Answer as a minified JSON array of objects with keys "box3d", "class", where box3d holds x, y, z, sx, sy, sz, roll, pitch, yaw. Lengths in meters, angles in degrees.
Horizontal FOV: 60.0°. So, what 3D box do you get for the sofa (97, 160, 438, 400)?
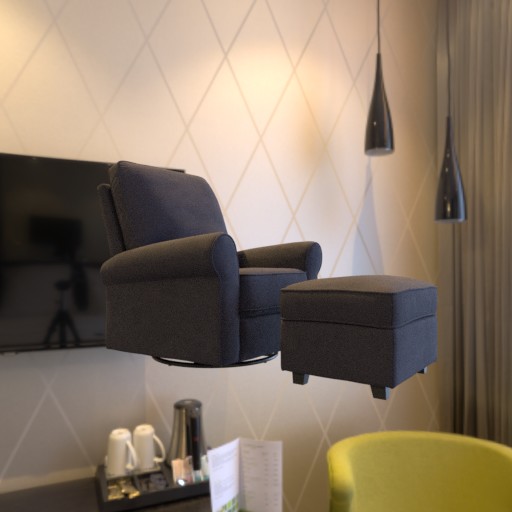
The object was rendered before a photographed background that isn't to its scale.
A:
[{"box3d":[0.000,0.000,2.033,1.478,0.959,0.880,-1,-2,36],"class":"sofa"}]
